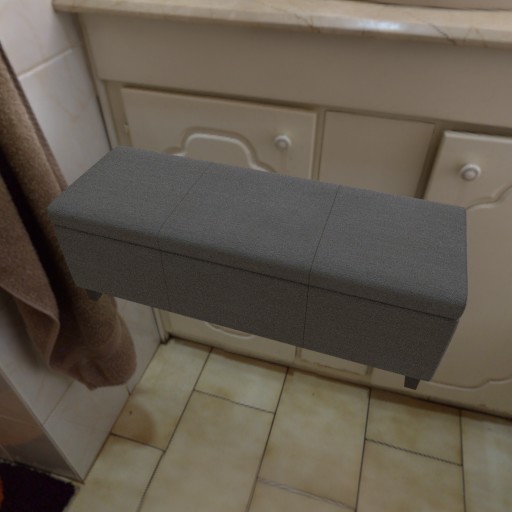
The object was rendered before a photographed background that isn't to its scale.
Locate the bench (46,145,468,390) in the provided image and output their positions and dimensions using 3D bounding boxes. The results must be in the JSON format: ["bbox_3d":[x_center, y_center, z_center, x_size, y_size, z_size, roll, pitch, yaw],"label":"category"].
[{"bbox_3d":[0.000,0.000,1.518,1.269,0.438,0.446,13,44,14],"label":"bench"}]
